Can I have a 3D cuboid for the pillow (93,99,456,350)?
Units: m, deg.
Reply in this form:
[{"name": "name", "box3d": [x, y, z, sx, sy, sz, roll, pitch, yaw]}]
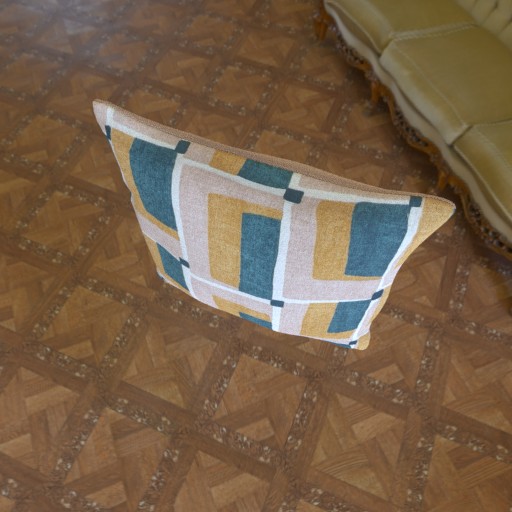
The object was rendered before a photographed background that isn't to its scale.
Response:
[{"name": "pillow", "box3d": [0.000, 0.000, 0.740, 0.478, 0.479, 0.158, 19, 61, 11]}]
